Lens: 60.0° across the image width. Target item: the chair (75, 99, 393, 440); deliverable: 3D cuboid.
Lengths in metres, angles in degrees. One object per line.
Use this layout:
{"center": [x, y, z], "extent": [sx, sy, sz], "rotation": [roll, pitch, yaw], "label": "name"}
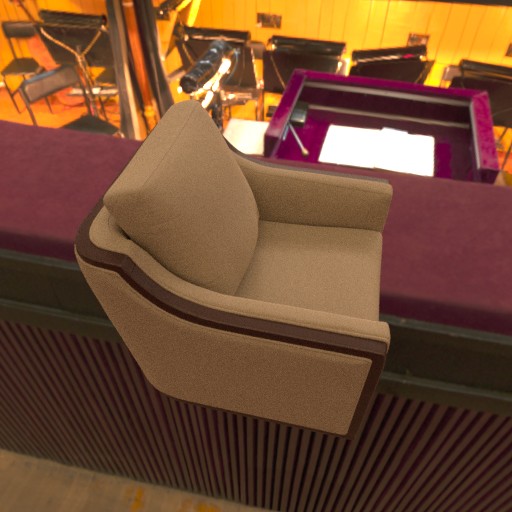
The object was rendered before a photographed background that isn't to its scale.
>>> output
{"center": [0.000, 0.000, 1.658], "extent": [0.950, 0.930, 0.870], "rotation": [9, 46, 9], "label": "chair"}
